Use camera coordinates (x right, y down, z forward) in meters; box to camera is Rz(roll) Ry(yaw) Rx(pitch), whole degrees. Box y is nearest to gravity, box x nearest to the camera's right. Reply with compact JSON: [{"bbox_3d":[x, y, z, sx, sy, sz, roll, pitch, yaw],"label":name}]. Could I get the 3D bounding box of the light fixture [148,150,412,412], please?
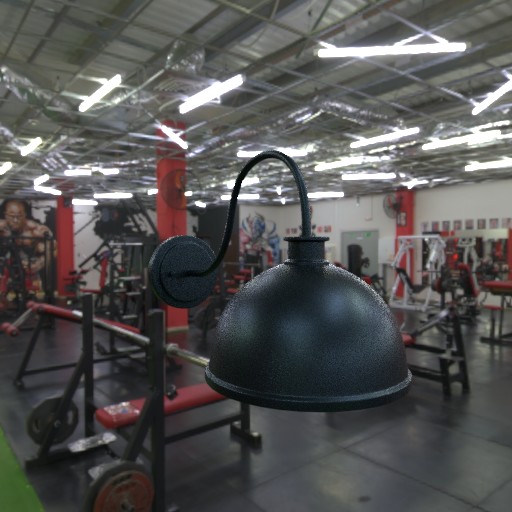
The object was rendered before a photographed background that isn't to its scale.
[{"bbox_3d":[0.000,0.000,0.641,0.253,0.295,0.467,-1,2,-36],"label":"light fixture"}]
